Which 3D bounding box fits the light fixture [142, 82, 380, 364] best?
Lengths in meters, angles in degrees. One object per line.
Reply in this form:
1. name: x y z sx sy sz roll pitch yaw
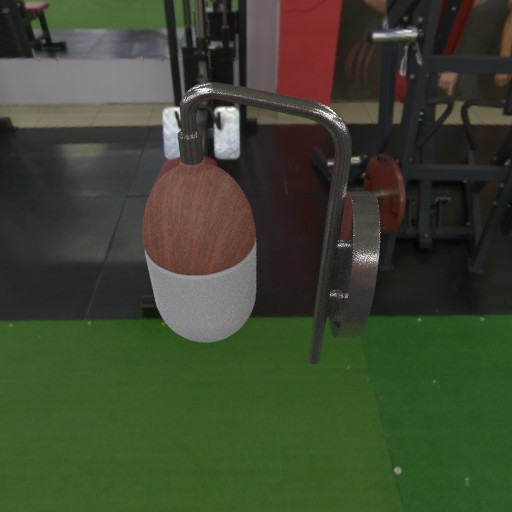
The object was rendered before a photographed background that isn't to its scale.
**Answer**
1. light fixture: 0.000 0.000 0.444 0.216 0.343 0.108 1 41 1
